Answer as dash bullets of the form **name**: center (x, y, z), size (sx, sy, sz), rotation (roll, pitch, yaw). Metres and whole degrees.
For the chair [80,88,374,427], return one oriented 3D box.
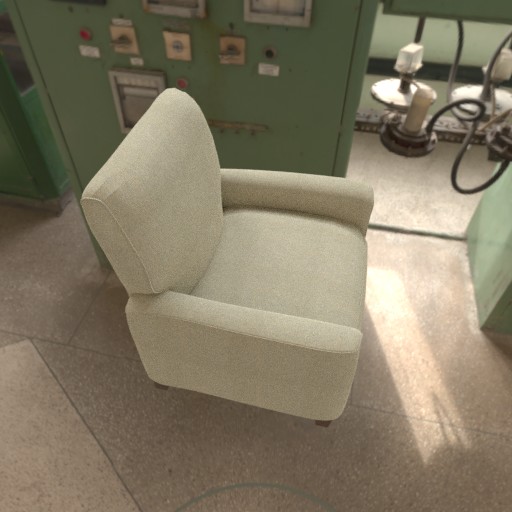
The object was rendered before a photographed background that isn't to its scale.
- **chair**: center (0.000, 0.000, 1.668), size (0.853, 1.006, 0.850), rotation (10, 48, 9)
